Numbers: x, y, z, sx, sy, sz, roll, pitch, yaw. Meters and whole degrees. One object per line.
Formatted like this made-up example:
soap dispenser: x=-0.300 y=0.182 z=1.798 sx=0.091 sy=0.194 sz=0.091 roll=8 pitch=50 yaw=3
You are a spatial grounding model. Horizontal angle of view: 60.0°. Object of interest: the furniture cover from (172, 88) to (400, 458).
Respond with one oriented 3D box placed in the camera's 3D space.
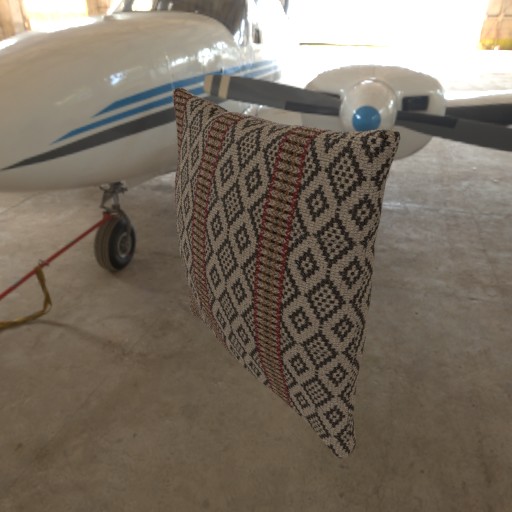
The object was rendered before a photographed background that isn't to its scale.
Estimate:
furniture cover: x=0.000 y=0.000 z=0.763 sx=0.182 sy=0.506 sz=0.503 roll=-18 pitch=33 yaw=-31
